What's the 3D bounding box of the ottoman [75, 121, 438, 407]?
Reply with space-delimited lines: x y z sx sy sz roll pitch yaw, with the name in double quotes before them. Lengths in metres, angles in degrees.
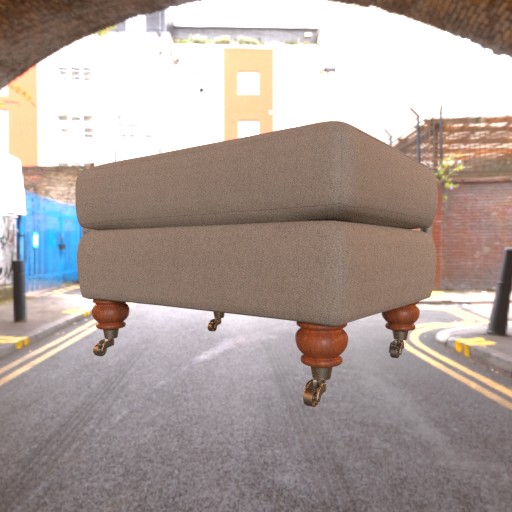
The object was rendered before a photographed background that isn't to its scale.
"ottoman" 0.000 0.000 1.127 0.773 0.504 0.569 1 1 36
